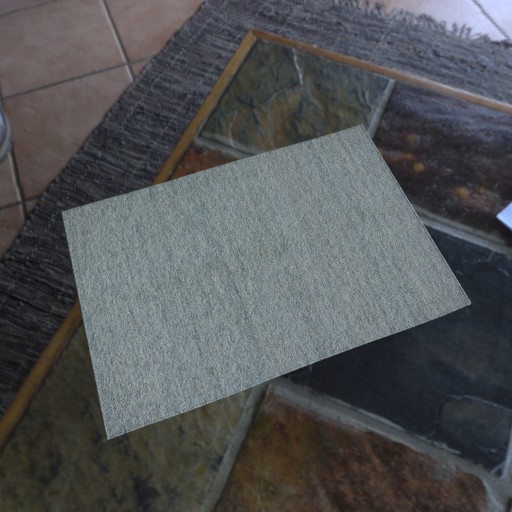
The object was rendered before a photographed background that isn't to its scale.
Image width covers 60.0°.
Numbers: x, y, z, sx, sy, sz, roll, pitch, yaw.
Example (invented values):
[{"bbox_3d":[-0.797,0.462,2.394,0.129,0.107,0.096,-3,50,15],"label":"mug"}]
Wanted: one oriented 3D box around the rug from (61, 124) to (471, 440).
[{"bbox_3d":[0.000,0.000,2.892,2.283,0.013,1.547,-18,65,-9],"label":"rug"}]
